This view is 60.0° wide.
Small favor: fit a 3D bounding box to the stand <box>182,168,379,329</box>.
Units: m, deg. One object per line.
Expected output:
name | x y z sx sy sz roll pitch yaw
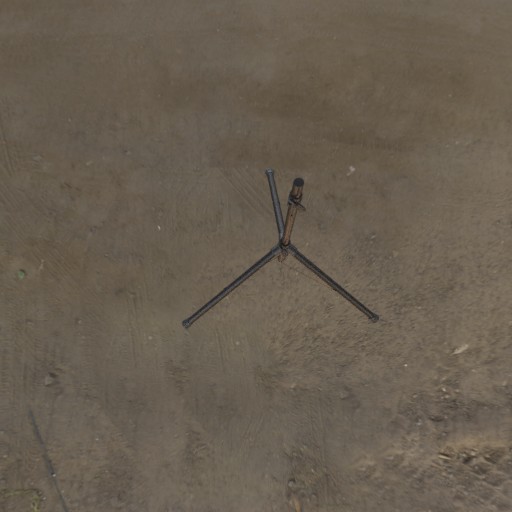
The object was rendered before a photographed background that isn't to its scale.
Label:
stand | 0.000 0.000 1.867 0.907 1.136 1.045 -31 78 -7
